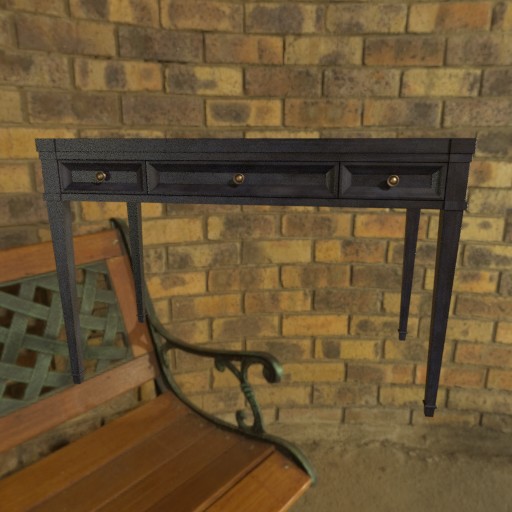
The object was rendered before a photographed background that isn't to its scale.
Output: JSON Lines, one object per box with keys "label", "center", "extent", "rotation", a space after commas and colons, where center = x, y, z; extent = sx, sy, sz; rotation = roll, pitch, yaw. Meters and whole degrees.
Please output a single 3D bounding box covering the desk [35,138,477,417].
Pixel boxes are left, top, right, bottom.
{"label": "desk", "center": [0.000, 0.000, 1.682], "extent": [1.289, 0.861, 0.630], "rotation": [2, 15, 9]}
